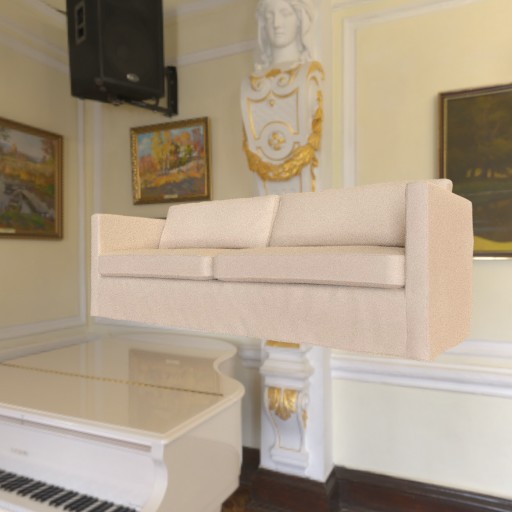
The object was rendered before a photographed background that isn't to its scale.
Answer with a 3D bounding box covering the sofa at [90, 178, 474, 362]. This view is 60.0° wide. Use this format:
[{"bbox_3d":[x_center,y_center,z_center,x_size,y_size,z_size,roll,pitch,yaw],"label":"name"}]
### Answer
[{"bbox_3d":[0.000,0.000,3.274,2.779,0.999,1.036,0,0,37],"label":"sofa"}]
